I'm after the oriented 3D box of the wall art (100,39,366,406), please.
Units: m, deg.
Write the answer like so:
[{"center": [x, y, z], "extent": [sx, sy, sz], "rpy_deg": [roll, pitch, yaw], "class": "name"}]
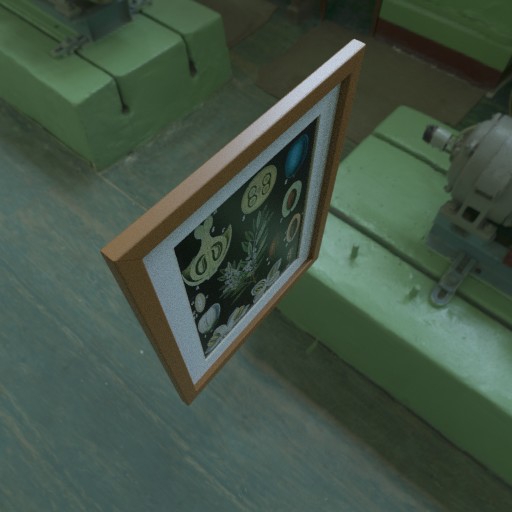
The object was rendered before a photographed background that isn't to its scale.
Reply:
[{"center": [0.000, 0.000, 0.745], "extent": [0.021, 0.550, 0.449], "rpy_deg": [35, 64, 20], "class": "wall art"}]
